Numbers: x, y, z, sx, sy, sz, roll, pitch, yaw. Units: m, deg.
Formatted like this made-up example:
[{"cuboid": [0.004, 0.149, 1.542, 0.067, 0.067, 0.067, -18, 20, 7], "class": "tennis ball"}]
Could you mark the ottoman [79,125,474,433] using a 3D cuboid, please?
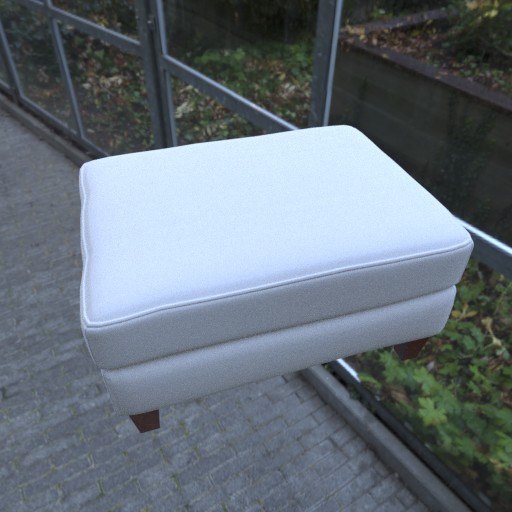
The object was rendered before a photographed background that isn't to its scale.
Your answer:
[{"cuboid": [0.000, 0.000, 1.175, 0.818, 0.479, 0.634, -11, 42, -13], "class": "ottoman"}]
